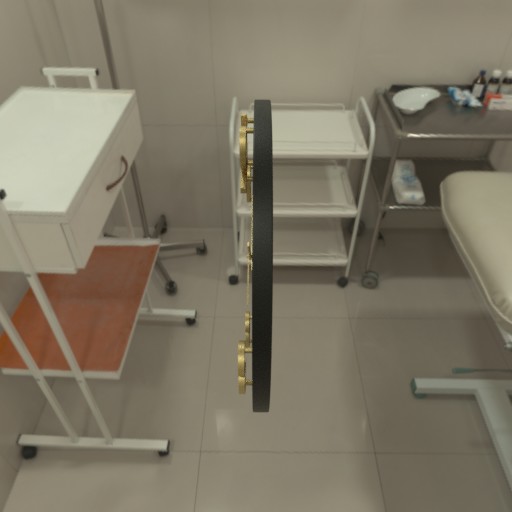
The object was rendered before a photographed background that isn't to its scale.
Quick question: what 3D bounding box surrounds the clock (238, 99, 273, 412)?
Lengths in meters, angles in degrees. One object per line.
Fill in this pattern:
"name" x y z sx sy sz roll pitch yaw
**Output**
"clock" 0.000 0.000 0.682 0.038 0.454 0.454 0 42 0
